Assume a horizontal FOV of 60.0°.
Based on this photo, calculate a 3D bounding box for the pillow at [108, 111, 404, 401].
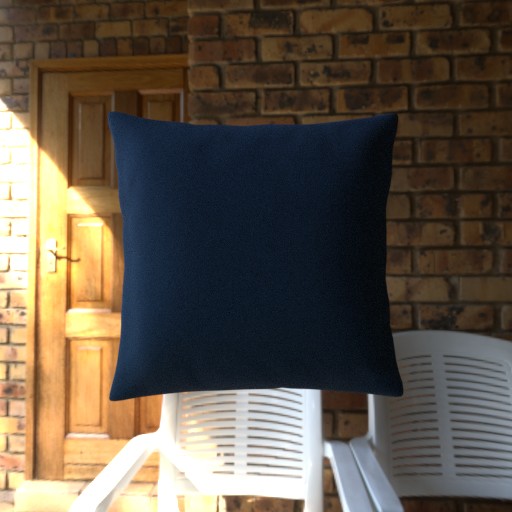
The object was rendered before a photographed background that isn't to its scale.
[{"bbox_3d":[0.000,0.000,0.787,0.523,0.510,0.166,0,-2,-1],"label":"pillow"}]
